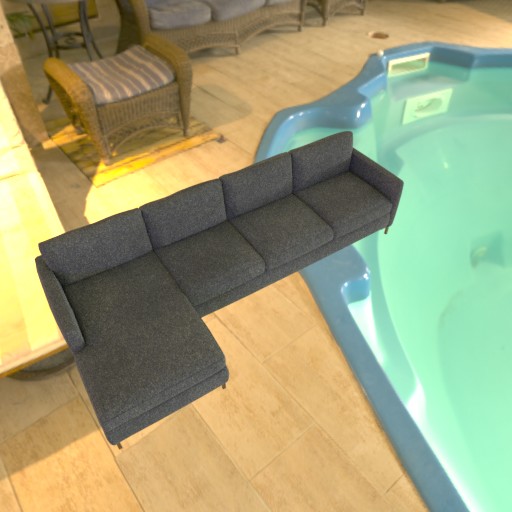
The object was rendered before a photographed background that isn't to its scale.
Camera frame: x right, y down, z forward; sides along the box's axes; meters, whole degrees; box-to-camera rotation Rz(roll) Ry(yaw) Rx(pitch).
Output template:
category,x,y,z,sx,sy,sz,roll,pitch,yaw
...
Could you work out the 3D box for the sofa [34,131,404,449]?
category,x,y,z,sx,sy,sz,roll,pitch,yaw
sofa,0.000,0.000,3.410,2.932,0.810,1.350,-25,50,-23
